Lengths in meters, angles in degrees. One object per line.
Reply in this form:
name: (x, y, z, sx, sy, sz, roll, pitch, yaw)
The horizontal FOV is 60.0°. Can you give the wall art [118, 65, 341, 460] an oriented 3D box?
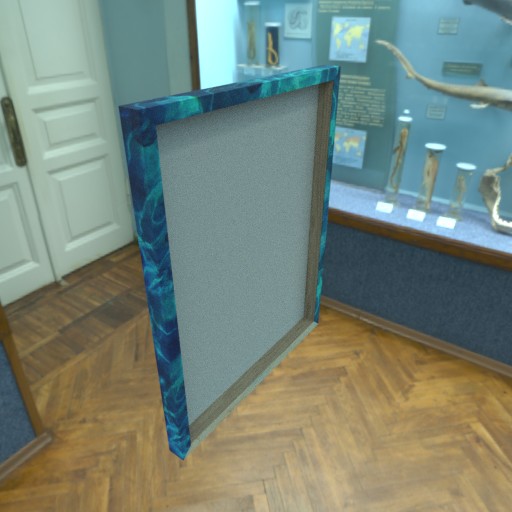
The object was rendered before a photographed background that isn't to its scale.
wall art: (0.000, 0.000, 0.857, 0.038, 0.635, 0.508, 20, 35, 31)
